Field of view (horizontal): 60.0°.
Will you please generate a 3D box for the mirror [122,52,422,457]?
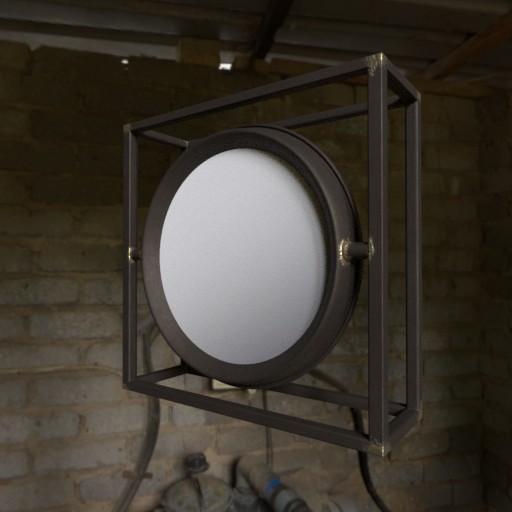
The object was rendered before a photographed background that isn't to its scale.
[{"bbox_3d":[0.000,0.000,0.461,0.306,0.303,0.107,-1,-1,36],"label":"mirror"}]
